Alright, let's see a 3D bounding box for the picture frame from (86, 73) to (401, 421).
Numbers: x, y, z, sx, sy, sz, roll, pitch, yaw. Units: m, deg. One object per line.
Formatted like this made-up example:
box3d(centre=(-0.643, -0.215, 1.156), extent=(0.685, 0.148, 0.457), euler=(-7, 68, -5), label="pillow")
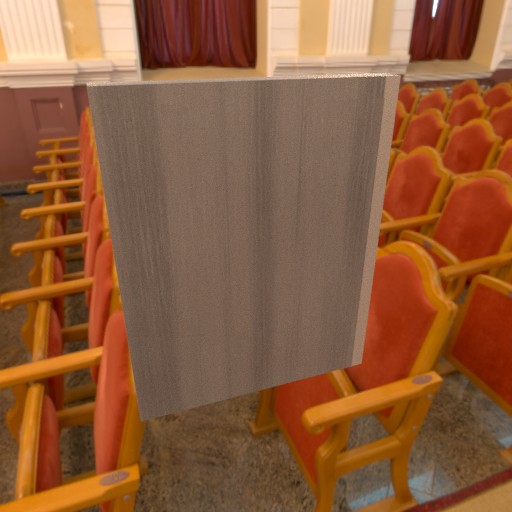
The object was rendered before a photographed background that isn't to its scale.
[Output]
box3d(centre=(0.000, 0.000, 0.745), extent=(0.449, 0.555, 0.046), euler=(-9, 28, -18), label="picture frame")
